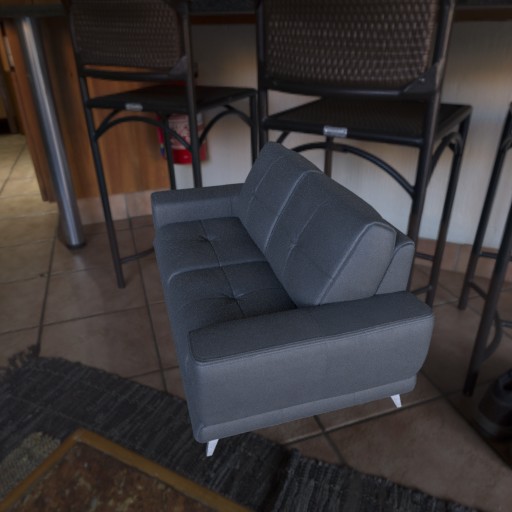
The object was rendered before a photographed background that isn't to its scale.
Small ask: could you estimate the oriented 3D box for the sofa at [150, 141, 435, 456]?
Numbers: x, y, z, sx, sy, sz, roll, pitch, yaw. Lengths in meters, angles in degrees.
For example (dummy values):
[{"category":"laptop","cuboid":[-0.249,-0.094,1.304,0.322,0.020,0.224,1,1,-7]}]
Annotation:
[{"category":"sofa","cuboid":[0.000,0.000,2.434,1.018,0.907,1.806,-8,30,-15]}]
